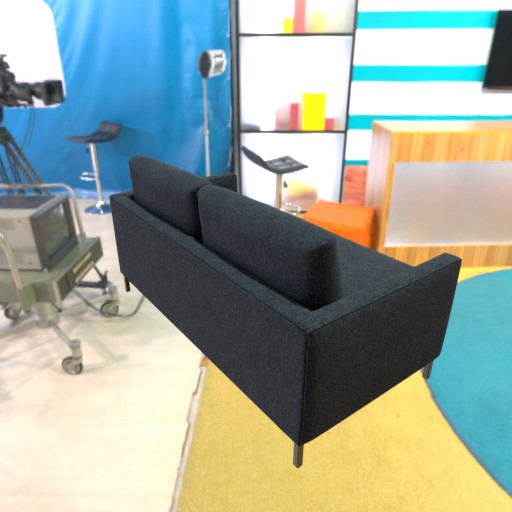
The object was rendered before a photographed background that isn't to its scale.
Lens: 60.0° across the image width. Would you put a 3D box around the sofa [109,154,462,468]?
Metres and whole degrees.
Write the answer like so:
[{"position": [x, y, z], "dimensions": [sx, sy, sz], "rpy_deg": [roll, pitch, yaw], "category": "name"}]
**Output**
[{"position": [0.000, 0.000, 2.249], "dimensions": [0.866, 0.862, 1.716], "rpy_deg": [-18, 31, -33], "category": "sofa"}]
